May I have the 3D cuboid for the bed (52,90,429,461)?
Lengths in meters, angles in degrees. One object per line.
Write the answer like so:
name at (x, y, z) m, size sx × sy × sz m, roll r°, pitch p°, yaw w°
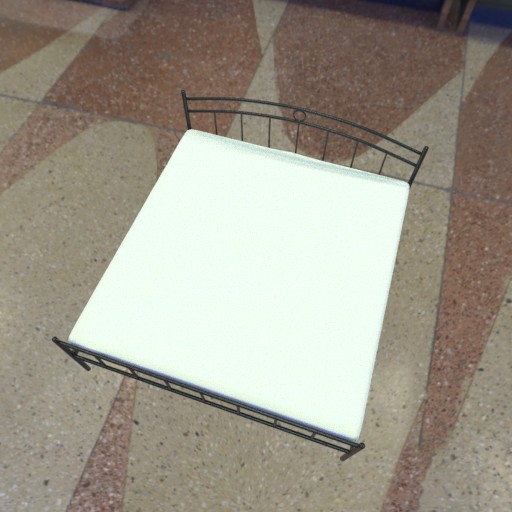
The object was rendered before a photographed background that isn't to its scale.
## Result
bed at (0.000, 0.000, 3.090) m, size 1.880 × 0.940 × 2.040 m, roll 16°, pitch 61°, yaw 9°
